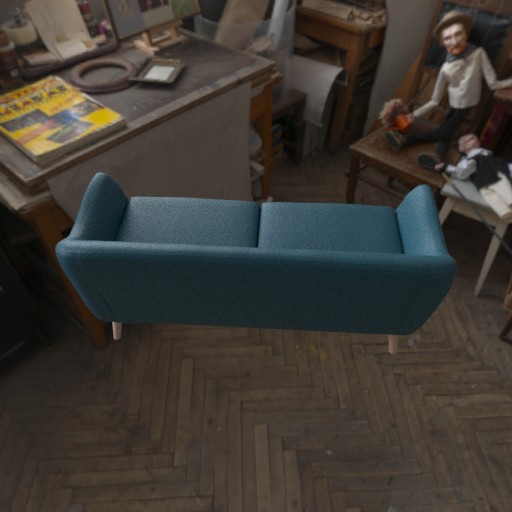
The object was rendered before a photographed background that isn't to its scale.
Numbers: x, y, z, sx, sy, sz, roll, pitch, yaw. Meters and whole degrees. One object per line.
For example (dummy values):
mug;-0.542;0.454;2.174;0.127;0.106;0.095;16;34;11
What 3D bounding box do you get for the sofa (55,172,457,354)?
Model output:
sofa;0.000;0.000;2.288;1.840;0.836;0.820;3;47;2
